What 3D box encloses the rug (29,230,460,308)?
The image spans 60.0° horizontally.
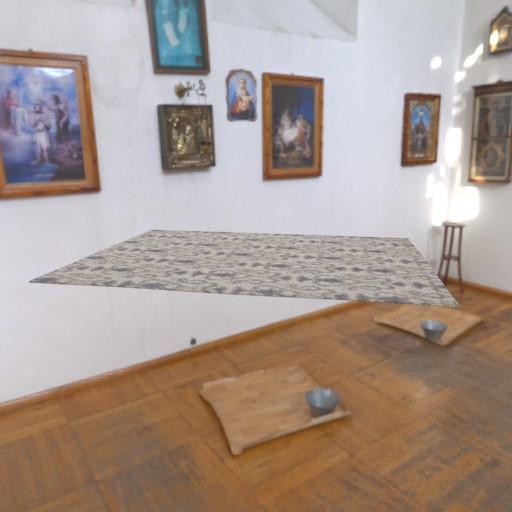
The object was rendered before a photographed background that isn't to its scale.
[{"bbox_3d":[0.000,0.000,3.061,2.261,0.013,1.676,2,14,10],"label":"rug"}]
